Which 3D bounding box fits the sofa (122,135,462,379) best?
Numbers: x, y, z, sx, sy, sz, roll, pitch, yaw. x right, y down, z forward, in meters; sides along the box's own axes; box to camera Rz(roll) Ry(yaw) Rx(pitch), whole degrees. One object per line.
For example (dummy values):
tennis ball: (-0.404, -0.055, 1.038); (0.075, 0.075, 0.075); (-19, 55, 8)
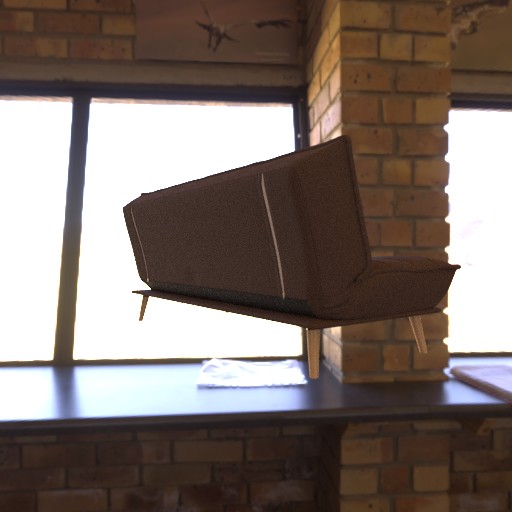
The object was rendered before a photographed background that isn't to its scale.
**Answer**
sofa: (0.000, 0.000, 2.533); (0.950, 0.890, 1.940); (0, 0, -36)
